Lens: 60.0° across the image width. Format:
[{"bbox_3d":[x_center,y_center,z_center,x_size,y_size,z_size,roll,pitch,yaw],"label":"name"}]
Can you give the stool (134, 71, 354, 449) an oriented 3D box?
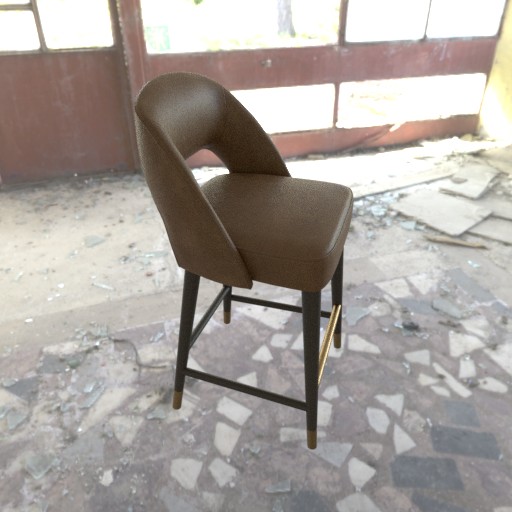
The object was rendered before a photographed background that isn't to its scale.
[{"bbox_3d":[0.000,0.000,1.259,0.509,0.940,0.494,10,33,16],"label":"stool"}]
